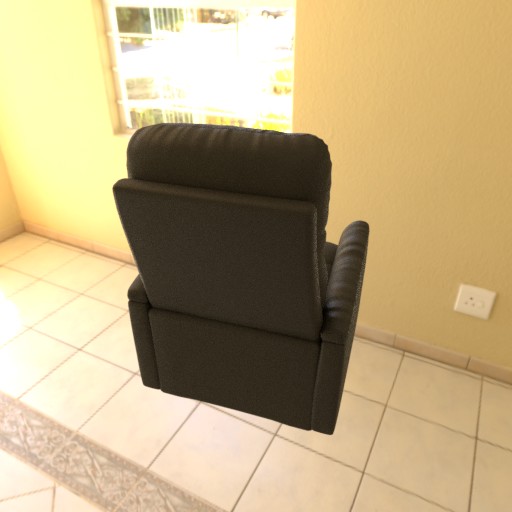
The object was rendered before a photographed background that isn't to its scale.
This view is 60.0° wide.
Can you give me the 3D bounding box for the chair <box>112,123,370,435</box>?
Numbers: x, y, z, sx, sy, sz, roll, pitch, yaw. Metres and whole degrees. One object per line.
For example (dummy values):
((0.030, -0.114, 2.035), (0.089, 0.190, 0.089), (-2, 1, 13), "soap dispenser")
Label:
((0.000, 0.000, 1.640), (0.775, 1.082, 0.831), (9, 32, 15), "chair")
